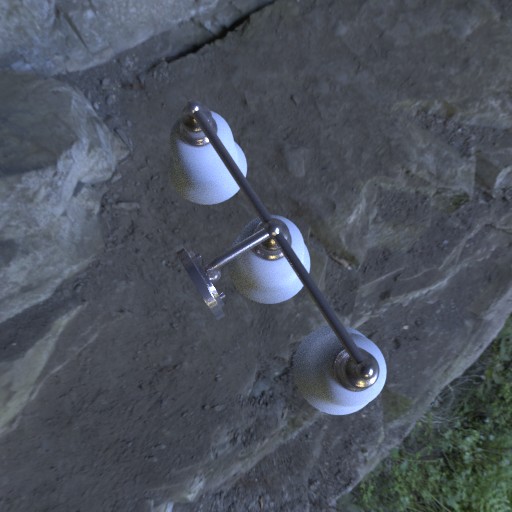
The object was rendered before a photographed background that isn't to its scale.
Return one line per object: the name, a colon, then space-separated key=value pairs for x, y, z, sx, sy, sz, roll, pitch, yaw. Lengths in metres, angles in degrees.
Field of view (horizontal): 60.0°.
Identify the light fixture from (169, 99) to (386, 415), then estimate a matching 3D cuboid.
light fixture: x=0.000 y=0.000 z=0.674 sx=0.198 sy=0.211 sz=0.570 roll=-31 pitch=78 yaw=-7
